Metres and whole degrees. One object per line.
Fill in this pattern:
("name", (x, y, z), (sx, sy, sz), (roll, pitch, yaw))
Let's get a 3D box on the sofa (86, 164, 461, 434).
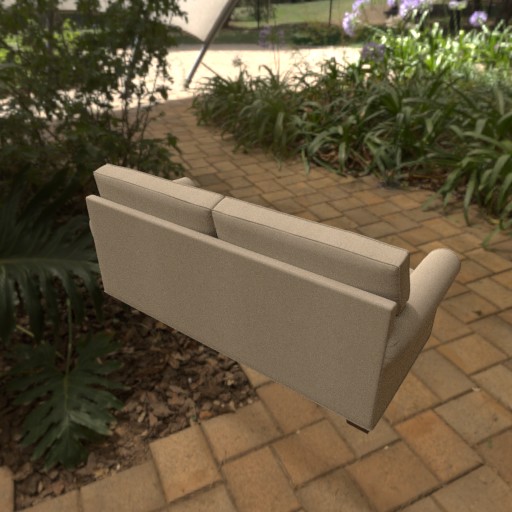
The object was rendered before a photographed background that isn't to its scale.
("sofa", (0.000, 0.000, 2.707), (2.146, 0.962, 0.901), (20, 35, 31))
